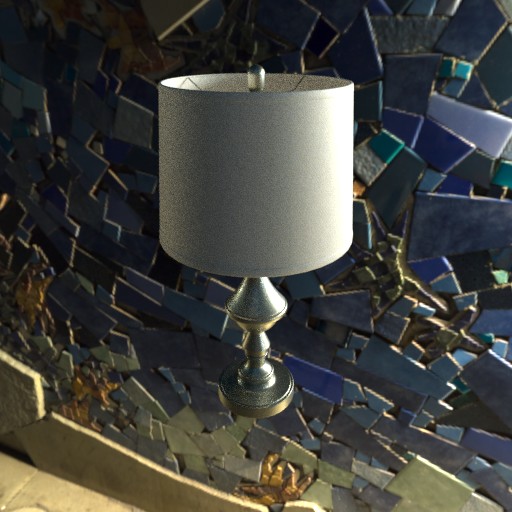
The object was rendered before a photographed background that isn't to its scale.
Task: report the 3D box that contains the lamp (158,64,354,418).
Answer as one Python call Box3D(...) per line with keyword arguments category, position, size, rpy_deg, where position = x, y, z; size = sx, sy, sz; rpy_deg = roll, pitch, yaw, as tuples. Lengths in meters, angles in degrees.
Box3D(category="lamp", position=(0.000, 0.000, 0.922), size=(0.383, 0.733, 0.383), rpy_deg=(0, 27, 0))
